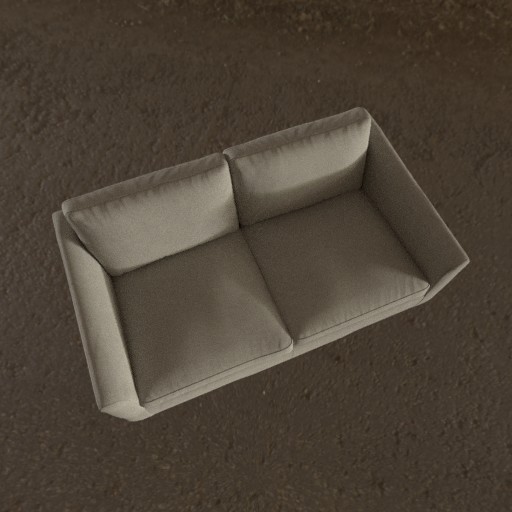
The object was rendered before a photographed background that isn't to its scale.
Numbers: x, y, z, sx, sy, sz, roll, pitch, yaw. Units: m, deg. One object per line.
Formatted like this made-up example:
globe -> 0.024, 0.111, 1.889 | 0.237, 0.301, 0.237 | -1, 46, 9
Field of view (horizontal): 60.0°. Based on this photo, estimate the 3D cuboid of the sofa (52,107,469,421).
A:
sofa -> 0.000, 0.000, 2.471 | 1.905, 0.839, 1.091 | -20, 65, -10
